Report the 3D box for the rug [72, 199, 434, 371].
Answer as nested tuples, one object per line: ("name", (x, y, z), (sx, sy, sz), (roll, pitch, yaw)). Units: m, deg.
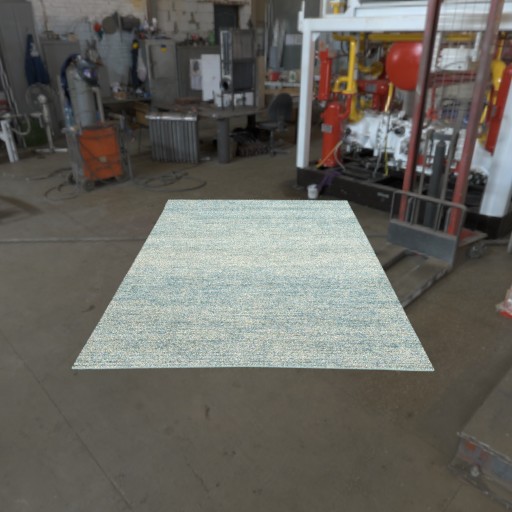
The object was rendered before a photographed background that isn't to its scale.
("rug", (0.000, 0.000, 2.967), (1.611, 0.026, 2.260), (0, 26, 1))
